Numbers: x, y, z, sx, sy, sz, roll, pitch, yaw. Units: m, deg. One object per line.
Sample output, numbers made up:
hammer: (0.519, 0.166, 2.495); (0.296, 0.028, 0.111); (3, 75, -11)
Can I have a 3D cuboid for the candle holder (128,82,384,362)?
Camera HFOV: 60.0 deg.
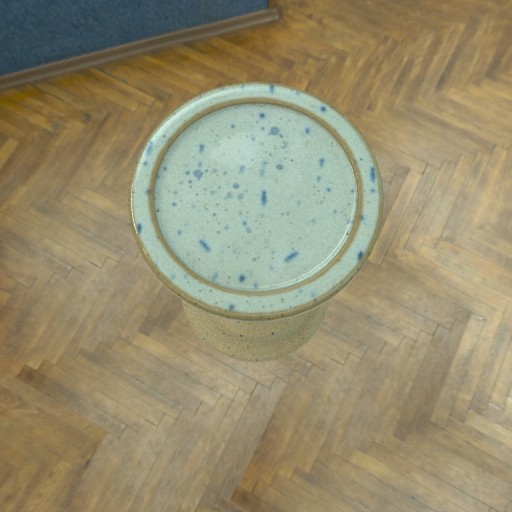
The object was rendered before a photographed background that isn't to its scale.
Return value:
candle holder: (0.000, 0.000, 0.275); (0.123, 0.202, 0.123); (0, 75, 0)
